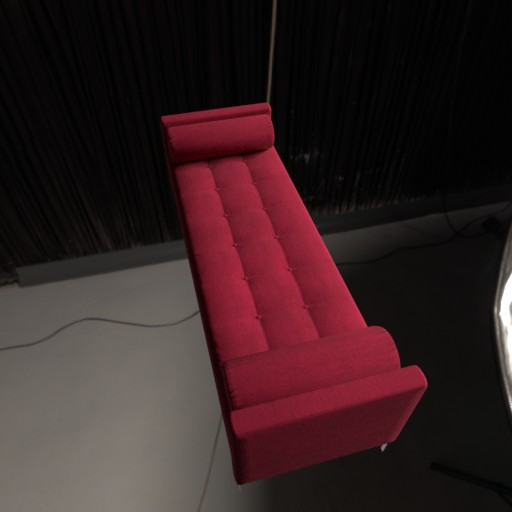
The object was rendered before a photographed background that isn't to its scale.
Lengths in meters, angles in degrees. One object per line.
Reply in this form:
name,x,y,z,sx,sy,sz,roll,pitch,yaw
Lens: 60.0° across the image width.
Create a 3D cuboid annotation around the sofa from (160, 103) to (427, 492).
sofa,0.000,0.000,2.293,0.686,0.635,1.981,-11,48,-10
